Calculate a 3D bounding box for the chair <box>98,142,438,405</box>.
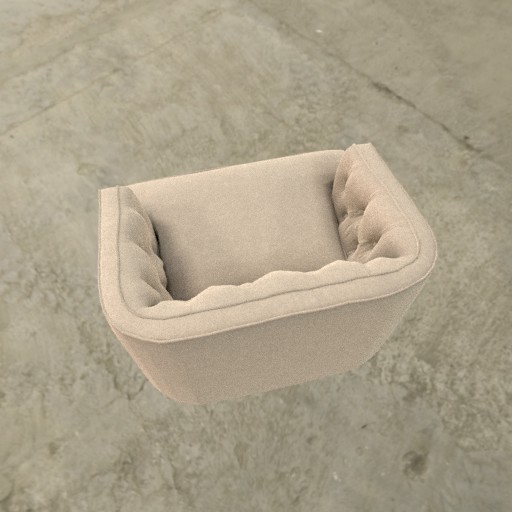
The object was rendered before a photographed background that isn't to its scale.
[{"bbox_3d":[0.000,0.000,1.800,1.104,0.852,0.941,-11,59,-7],"label":"chair"}]
